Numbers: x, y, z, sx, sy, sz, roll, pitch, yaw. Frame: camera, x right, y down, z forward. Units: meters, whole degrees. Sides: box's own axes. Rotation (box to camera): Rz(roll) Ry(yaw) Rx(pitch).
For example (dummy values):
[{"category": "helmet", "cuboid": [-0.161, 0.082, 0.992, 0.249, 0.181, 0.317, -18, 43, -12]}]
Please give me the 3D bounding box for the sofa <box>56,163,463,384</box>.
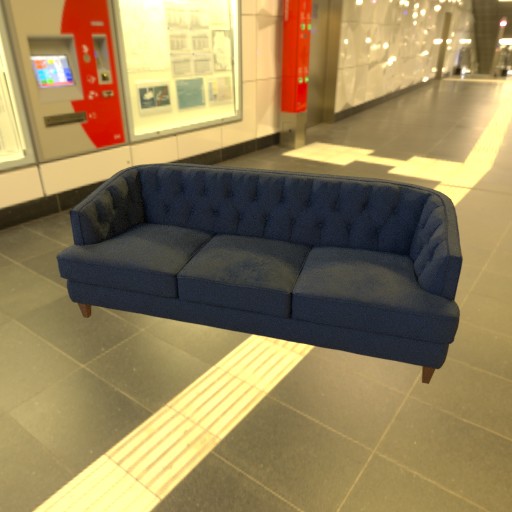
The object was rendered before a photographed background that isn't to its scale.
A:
[{"category": "sofa", "cuboid": [0.000, 0.000, 2.754, 2.278, 0.855, 0.941, 8, 27, 15]}]
